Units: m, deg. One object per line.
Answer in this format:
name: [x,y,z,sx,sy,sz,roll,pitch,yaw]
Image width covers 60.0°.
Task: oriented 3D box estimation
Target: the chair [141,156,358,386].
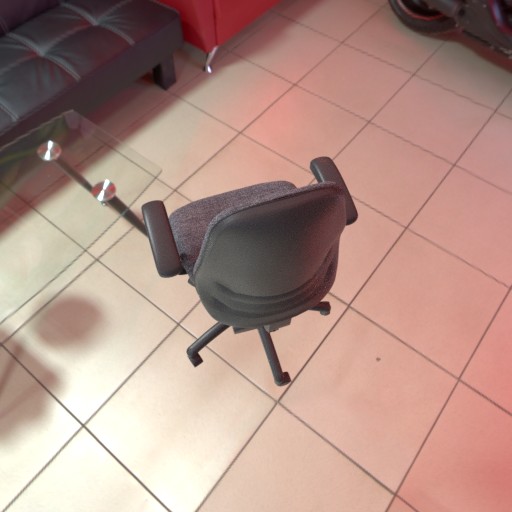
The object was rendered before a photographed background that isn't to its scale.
chair: [0.000,0.000,1.252,0.550,0.910,0.530,-16,60,-10]
